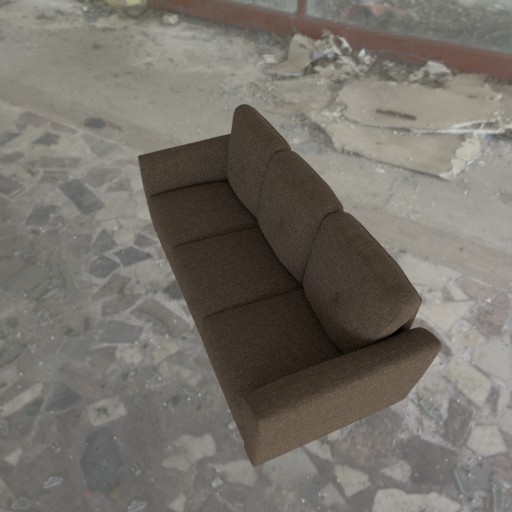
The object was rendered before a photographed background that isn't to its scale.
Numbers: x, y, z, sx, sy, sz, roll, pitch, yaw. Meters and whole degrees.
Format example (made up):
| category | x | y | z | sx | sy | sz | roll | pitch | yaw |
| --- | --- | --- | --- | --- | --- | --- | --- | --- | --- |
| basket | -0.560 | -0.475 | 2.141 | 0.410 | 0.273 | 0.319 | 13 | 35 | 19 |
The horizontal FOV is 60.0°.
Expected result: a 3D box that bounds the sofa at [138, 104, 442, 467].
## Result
| category | x | y | z | sx | sy | sz | roll | pitch | yaw |
| --- | --- | --- | --- | --- | --- | --- | --- | --- | --- |
| sofa | 0.000 | 0.000 | 2.369 | 0.837 | 0.891 | 1.847 | -17 | 48 | -16 |
